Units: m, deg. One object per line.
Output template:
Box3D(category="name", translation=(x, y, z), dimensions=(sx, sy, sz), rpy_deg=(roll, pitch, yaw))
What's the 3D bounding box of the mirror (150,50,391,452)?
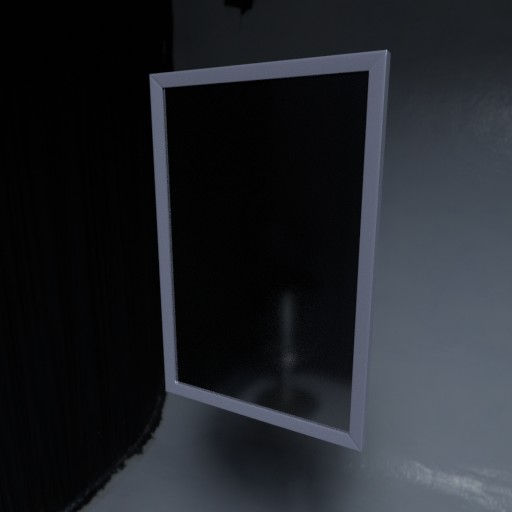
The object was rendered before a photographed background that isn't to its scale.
Box3D(category="mirror", translation=(0.000, 0.000, 1.139), dimensions=(0.609, 0.915, 0.040), rpy_deg=(7, 15, 27))
